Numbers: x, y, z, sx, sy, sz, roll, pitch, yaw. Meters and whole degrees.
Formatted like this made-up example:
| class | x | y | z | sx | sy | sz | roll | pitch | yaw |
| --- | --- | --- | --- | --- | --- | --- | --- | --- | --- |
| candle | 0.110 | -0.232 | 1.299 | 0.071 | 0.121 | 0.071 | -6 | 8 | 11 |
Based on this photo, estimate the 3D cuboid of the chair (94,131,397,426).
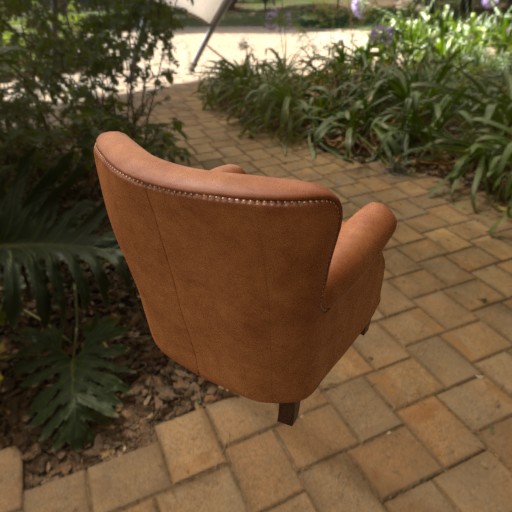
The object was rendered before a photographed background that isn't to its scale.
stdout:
| class | x | y | z | sx | sy | sz | roll | pitch | yaw |
| --- | --- | --- | --- | --- | --- | --- | --- | --- | --- |
| chair | 0.000 | 0.000 | 1.640 | 0.861 | 0.936 | 0.921 | 21 | 37 | 31 |
